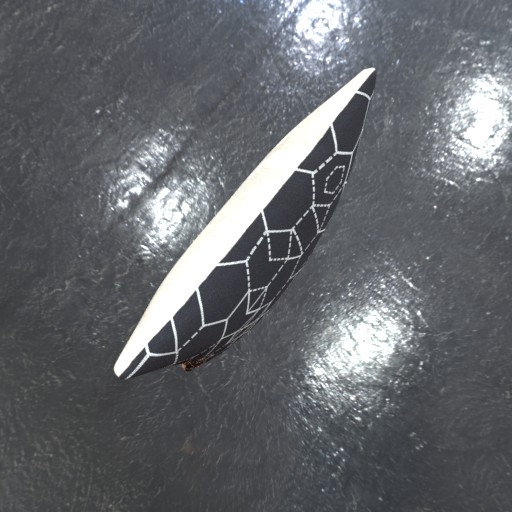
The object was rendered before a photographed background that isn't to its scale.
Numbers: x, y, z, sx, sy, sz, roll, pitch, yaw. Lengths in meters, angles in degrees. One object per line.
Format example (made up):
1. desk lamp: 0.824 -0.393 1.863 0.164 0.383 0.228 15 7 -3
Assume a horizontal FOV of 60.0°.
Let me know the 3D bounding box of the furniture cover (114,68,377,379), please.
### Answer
1. furniture cover: 0.000 0.000 0.797 0.158 0.508 0.517 37 79 8
